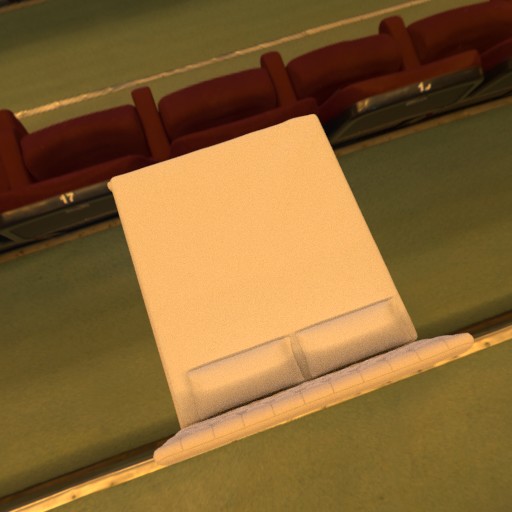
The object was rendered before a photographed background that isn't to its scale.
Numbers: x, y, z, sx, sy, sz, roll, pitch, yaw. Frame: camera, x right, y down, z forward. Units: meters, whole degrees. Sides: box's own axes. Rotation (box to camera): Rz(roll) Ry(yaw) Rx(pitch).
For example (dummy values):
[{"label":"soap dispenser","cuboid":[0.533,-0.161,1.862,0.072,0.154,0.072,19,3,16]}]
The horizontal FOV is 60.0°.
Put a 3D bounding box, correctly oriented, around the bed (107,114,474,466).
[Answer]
[{"label":"bed","cuboid":[0.000,0.000,3.604,2.078,1.427,2.387,-19,76,-5]}]
